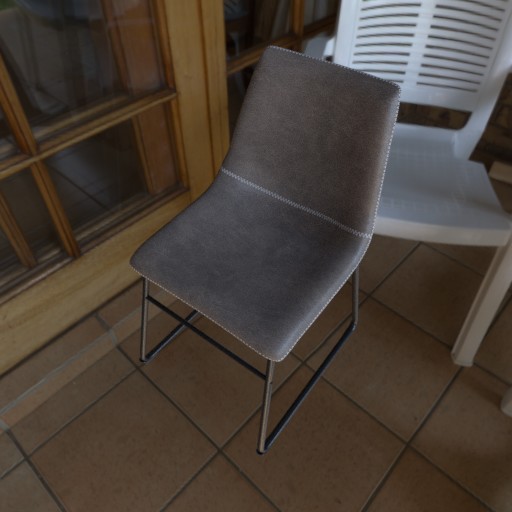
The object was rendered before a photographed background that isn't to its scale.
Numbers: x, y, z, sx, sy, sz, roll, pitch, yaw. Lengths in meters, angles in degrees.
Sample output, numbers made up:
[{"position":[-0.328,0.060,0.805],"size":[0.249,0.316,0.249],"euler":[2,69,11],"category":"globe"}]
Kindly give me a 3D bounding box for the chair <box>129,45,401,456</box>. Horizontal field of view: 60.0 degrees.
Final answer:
[{"position":[0.000,0.000,1.096],"size":[0.460,0.780,0.550],"euler":[29,53,24],"category":"chair"}]
